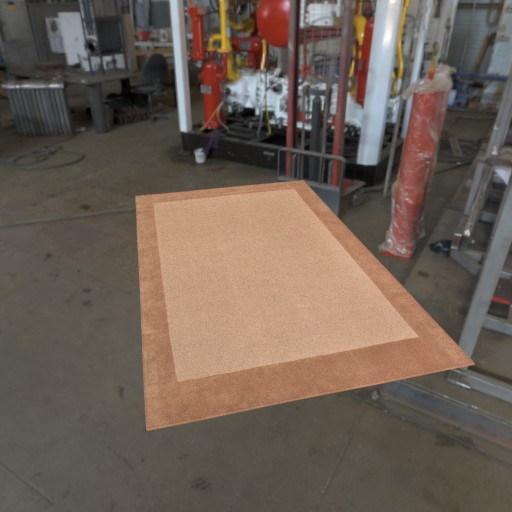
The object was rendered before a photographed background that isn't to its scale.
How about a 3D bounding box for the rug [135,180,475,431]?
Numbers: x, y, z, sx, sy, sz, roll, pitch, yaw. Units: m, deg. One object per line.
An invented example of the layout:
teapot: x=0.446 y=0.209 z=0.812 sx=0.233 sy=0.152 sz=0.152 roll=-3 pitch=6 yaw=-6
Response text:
rug: x=0.000 y=0.000 z=2.952 sx=1.524 sy=0.014 sz=2.438 roll=-7 pitch=32 yaw=-12
